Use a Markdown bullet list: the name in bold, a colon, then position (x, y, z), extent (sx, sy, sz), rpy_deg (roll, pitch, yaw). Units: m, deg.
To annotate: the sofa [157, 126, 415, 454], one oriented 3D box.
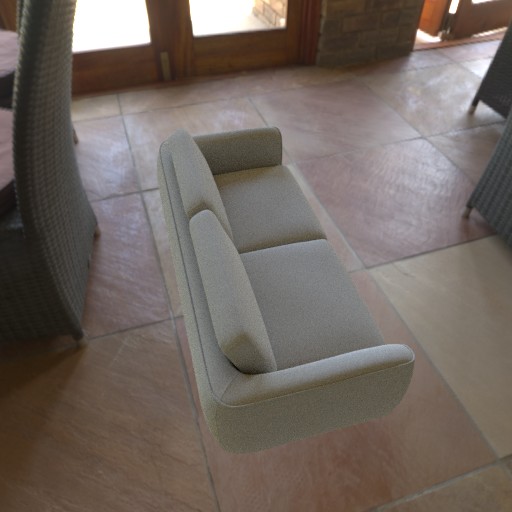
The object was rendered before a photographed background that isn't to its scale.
- **sofa**: position (0.000, 0.000, 2.512), extent (0.920, 0.850, 2.000), rpy_deg (-11, 46, -11)
